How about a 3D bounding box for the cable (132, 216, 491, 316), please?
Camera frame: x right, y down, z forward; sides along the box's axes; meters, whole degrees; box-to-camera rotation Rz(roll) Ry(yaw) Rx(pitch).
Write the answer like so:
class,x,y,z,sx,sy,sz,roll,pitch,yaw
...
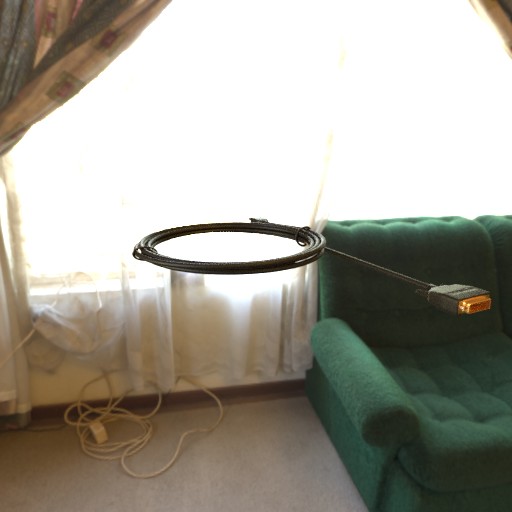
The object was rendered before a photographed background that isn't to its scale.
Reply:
class,x,y,z,sx,sy,sz,roll,pitch,yaw
cable,0.000,0.000,0.510,0.257,0.030,0.422,-8,17,-26
